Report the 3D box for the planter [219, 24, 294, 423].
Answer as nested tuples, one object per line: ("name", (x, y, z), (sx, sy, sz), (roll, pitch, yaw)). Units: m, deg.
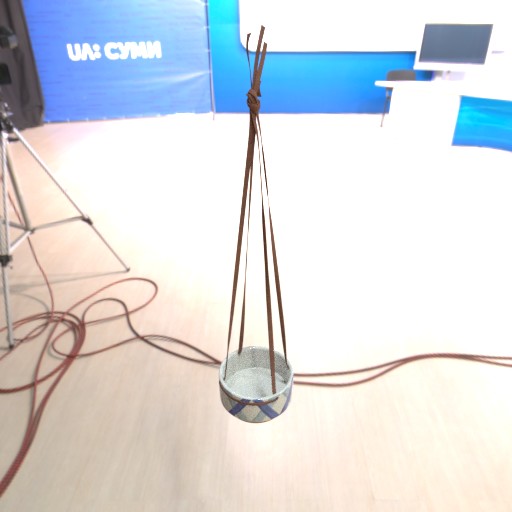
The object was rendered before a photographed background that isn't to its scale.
("planter", (0.000, 0.000, 0.816), (0.166, 0.751, 0.166), (-21, 36, -32))
